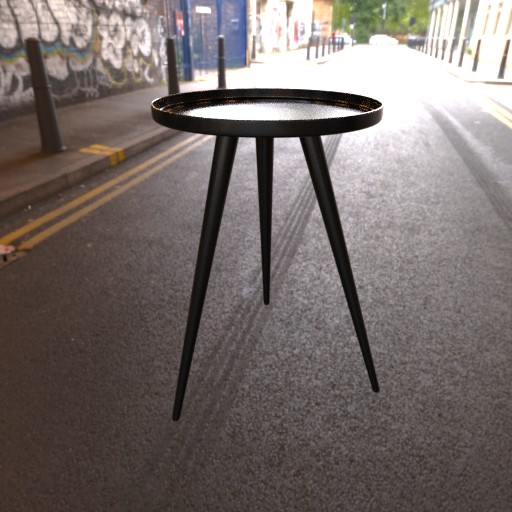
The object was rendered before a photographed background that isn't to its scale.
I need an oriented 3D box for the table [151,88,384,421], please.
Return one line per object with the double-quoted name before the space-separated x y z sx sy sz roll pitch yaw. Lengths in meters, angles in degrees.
"table" 0.000 0.000 0.827 0.415 0.548 0.403 -18 32 -32
